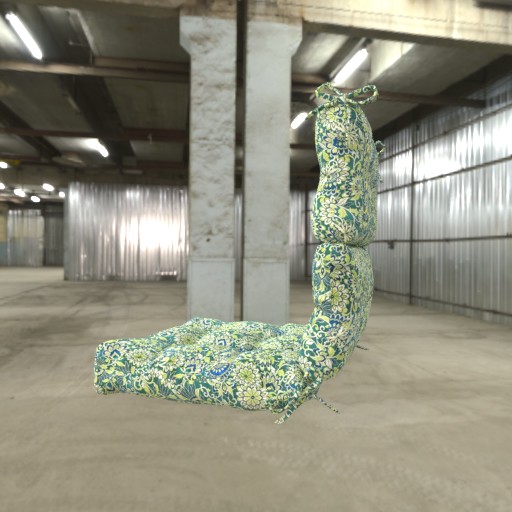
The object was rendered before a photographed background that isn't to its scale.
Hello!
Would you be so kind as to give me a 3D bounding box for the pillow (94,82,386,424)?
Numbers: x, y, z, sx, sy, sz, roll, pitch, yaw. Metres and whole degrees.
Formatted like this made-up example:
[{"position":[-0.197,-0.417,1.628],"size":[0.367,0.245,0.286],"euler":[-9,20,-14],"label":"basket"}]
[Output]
[{"position":[0.000,0.000,1.031],"size":[0.571,0.605,0.519],"euler":[0,0,18],"label":"pillow"}]
